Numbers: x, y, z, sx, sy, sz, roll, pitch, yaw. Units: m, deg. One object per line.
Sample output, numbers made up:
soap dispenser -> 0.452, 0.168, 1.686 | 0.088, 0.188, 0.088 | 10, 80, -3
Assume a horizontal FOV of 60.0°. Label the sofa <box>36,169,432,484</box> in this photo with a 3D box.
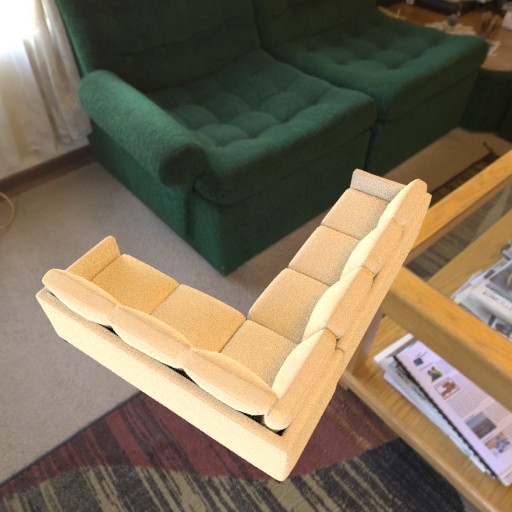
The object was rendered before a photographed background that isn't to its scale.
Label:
sofa -> 0.000, 0.000, 4.543 | 2.593, 0.947, 3.302 | 25, 51, 21
